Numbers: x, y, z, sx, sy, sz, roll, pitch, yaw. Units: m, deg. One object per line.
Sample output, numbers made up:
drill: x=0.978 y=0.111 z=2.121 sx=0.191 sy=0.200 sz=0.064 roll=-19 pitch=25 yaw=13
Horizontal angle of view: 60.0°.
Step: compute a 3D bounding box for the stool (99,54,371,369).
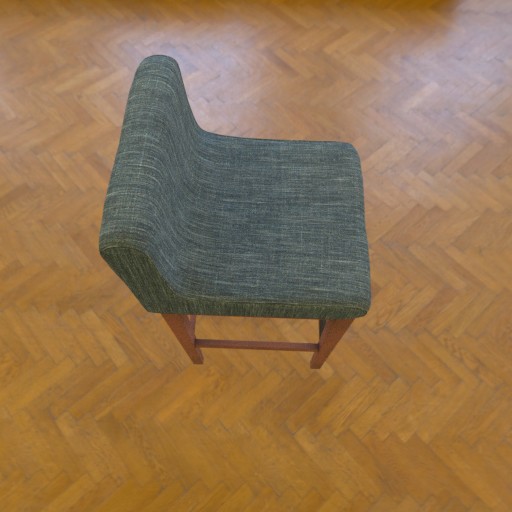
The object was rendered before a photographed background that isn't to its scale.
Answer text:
stool: x=0.000 y=0.000 z=1.074 sx=0.459 sy=0.835 sz=0.395 roll=2 pitch=64 yaw=1
